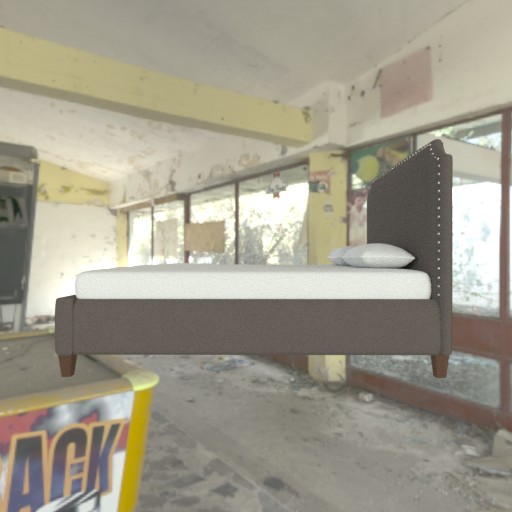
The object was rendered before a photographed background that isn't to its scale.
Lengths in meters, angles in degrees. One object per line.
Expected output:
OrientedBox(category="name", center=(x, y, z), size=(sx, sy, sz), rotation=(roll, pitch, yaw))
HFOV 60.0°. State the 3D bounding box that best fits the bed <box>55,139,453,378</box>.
OrientedBox(category="bed", center=(0.000, 0.000, 3.441), size=(2.372, 1.443, 1.713), rotation=(0, 0, 0))
